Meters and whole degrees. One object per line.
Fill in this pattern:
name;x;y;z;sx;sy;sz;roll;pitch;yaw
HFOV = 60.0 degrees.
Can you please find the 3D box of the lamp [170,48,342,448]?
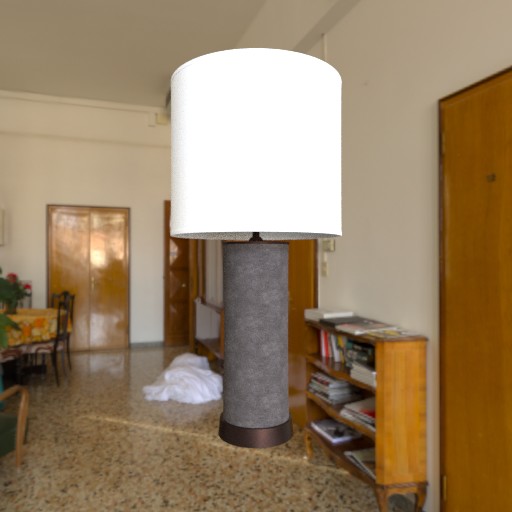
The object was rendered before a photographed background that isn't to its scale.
lamp;0.000;0.000;0.793;0.301;0.630;0.301;0;0;35
